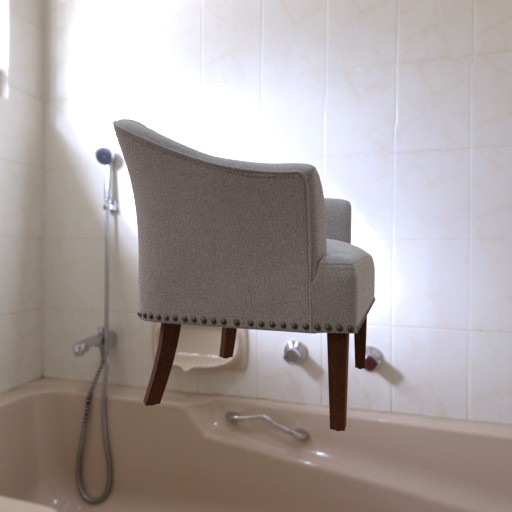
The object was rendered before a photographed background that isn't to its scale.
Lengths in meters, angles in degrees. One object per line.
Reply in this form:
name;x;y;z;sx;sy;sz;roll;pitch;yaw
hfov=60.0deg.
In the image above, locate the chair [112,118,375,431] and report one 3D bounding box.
chair;0.000;0.000;1.417;0.704;0.815;0.798;0;1;18
